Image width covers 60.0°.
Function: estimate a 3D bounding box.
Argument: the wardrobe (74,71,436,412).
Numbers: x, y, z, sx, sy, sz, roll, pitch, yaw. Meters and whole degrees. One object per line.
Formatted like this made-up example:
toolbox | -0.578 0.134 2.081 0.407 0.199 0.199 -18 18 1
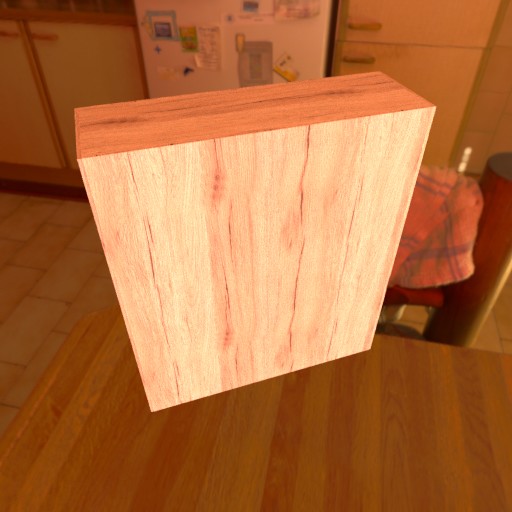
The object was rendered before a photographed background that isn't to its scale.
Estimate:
wardrobe | 0.000 0.000 3.003 1.810 2.070 0.580 -12 42 -14
